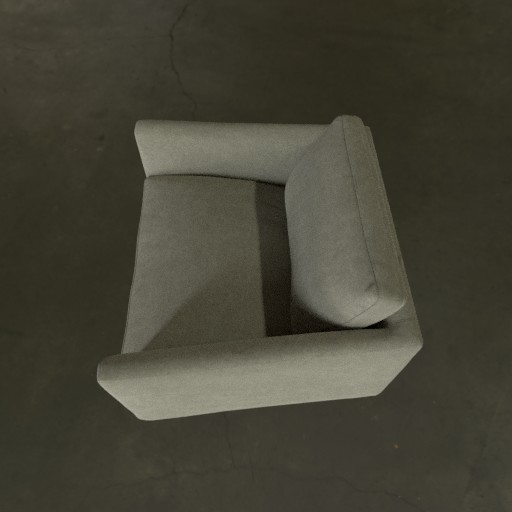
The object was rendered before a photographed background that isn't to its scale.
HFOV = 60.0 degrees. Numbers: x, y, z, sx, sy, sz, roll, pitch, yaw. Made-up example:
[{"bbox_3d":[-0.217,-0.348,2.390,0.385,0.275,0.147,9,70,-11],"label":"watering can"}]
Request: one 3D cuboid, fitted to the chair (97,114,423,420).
[{"bbox_3d":[0.000,0.000,1.901,1.091,0.845,1.190,-2,58,-1],"label":"chair"}]
